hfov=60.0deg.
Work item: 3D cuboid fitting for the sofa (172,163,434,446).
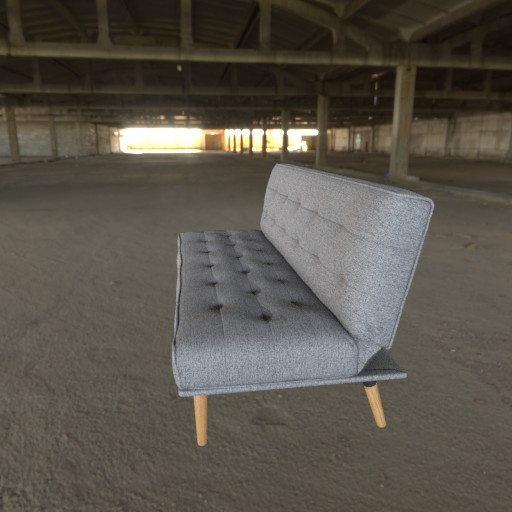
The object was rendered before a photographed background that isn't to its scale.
[{"bbox_3d":[0.000,0.000,2.229,0.810,0.830,1.820,-2,15,-9],"label":"sofa"}]
